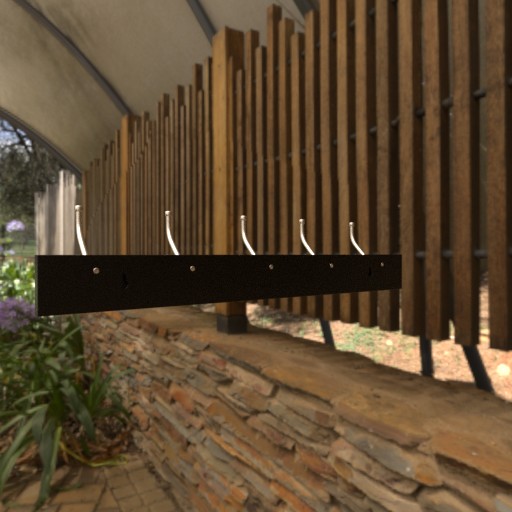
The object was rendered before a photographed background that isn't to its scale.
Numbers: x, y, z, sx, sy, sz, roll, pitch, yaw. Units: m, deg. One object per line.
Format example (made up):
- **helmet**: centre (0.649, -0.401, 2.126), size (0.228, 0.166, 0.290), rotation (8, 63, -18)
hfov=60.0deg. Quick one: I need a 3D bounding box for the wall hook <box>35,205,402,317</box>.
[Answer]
- **wall hook**: centre (0.000, 0.000, 0.623), size (0.571, 0.117, 0.071), rotation (0, 0, -36)
